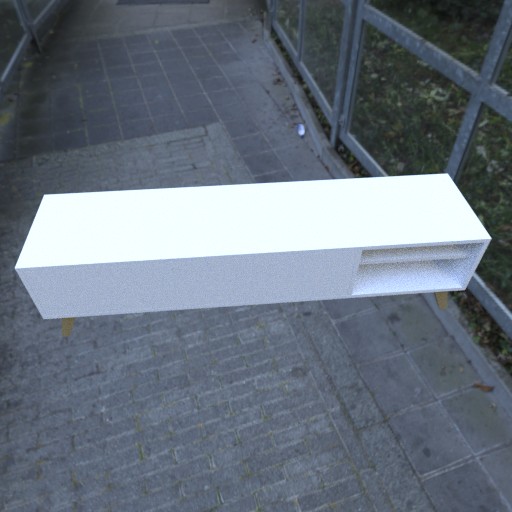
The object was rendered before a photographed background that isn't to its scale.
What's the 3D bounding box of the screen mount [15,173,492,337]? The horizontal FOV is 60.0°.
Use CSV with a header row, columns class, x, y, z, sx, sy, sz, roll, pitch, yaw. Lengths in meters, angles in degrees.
class,x,y,z,sx,sy,sz,roll,pitch,yaw
screen mount,0.000,0.000,1.816,1.644,0.432,0.399,-4,45,-4
